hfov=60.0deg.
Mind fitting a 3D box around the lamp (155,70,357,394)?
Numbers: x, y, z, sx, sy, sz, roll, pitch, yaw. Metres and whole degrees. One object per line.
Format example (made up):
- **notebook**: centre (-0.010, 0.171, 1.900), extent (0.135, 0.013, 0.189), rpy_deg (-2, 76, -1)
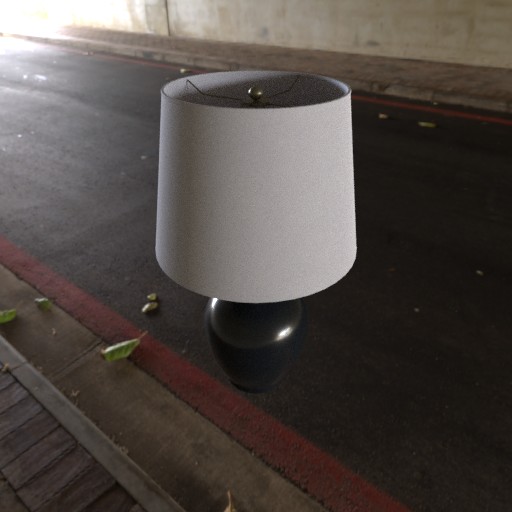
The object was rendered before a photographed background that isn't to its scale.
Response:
- **lamp**: centre (0.000, 0.000, 0.549), extent (0.239, 0.399, 0.239), rpy_deg (0, 32, 0)
